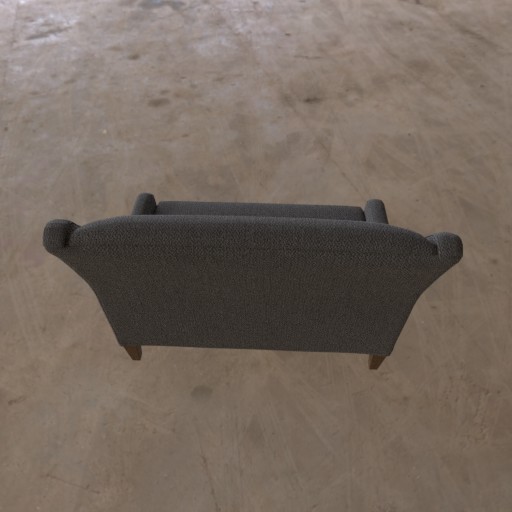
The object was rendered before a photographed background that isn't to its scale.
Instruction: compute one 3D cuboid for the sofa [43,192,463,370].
[{"bbox_3d":[0.000,0.000,1.903,1.242,1.022,0.873,2,47,2],"label":"sofa"}]
